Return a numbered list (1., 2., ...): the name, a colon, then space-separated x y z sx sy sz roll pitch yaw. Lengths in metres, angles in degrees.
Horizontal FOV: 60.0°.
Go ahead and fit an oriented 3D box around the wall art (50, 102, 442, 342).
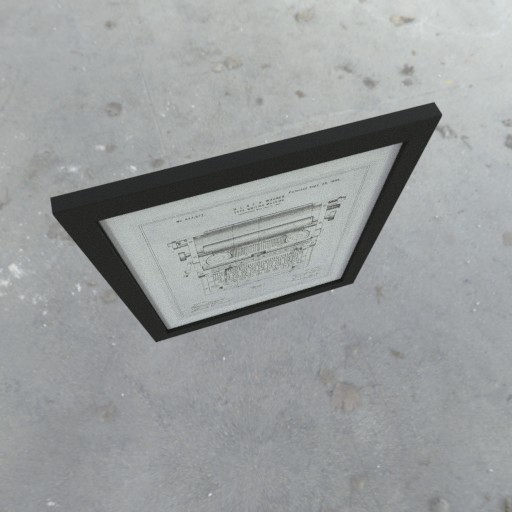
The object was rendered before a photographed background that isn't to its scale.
1. wall art: 0.000 0.000 0.702 0.432 0.508 0.021 -16 66 -7
